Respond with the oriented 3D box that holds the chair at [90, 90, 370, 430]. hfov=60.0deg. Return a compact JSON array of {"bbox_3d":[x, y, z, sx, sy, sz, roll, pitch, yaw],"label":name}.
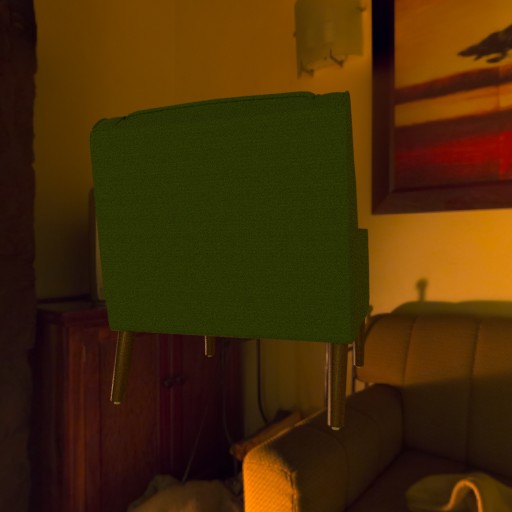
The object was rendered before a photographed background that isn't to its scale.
[{"bbox_3d":[0.000,0.000,1.375,0.663,0.792,0.743,0,0,18],"label":"chair"}]
